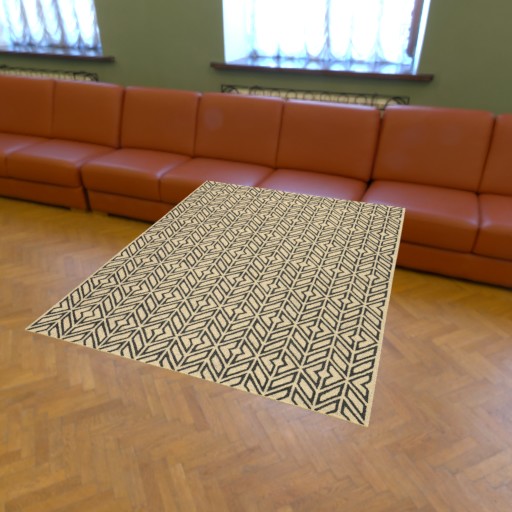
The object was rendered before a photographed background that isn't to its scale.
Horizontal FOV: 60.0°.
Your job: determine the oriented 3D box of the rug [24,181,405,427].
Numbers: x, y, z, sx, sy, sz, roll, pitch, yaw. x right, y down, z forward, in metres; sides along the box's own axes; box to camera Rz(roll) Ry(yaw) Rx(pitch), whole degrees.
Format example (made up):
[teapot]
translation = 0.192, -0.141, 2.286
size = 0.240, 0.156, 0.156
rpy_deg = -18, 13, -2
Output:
[rug]
translation = 0.000, 0.000, 4.038
size = 2.421, 0.008, 3.045
rpy_deg = 11, 33, 17
